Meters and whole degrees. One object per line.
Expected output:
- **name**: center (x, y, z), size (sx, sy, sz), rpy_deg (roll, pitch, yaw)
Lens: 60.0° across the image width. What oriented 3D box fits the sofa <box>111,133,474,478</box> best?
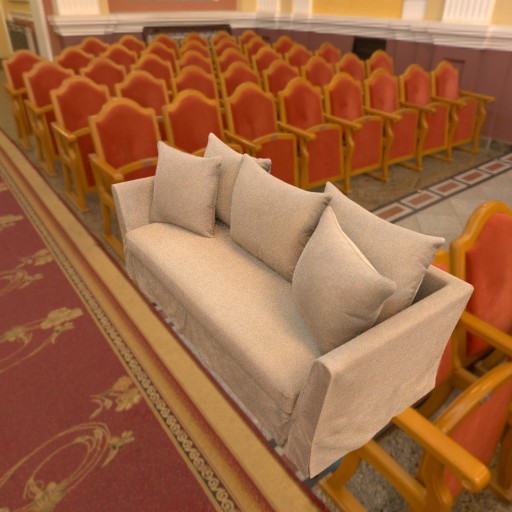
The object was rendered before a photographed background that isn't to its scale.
- **sofa**: center (0.000, 0.000, 2.801), size (1.031, 1.034, 2.290), rpy_deg (-20, 37, -30)
